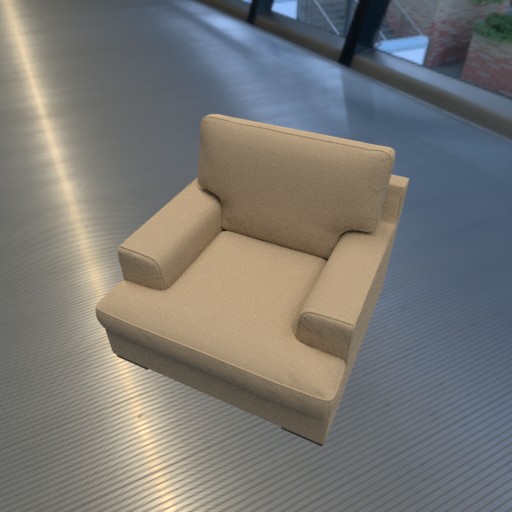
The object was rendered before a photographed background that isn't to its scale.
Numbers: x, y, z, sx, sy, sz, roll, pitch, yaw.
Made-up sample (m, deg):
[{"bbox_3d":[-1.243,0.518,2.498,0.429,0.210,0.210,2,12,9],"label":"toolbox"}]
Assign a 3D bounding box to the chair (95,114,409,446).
[{"bbox_3d":[0.000,0.000,2.188,1.293,1.005,1.274,12,41,14],"label":"chair"}]
